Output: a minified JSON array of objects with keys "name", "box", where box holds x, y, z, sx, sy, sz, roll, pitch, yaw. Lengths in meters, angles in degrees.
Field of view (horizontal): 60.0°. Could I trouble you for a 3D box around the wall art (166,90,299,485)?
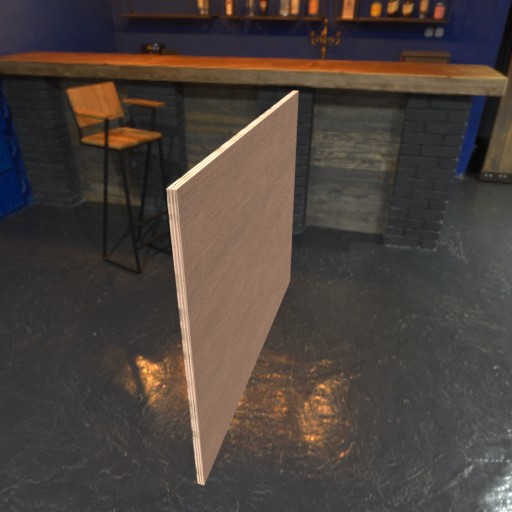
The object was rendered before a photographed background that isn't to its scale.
[{"name":"wall art","box":[0.000,0.000,0.688,0.010,0.408,0.508,8,31,14]}]
